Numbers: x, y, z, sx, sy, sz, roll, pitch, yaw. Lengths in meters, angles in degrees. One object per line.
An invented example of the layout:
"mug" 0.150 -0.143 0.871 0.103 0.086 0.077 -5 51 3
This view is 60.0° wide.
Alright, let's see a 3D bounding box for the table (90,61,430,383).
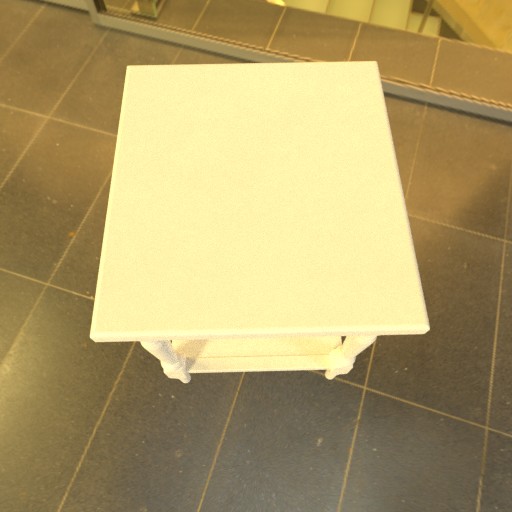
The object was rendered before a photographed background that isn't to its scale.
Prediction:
"table" 0.000 0.000 0.930 0.442 0.565 0.488 -1 65 -1
